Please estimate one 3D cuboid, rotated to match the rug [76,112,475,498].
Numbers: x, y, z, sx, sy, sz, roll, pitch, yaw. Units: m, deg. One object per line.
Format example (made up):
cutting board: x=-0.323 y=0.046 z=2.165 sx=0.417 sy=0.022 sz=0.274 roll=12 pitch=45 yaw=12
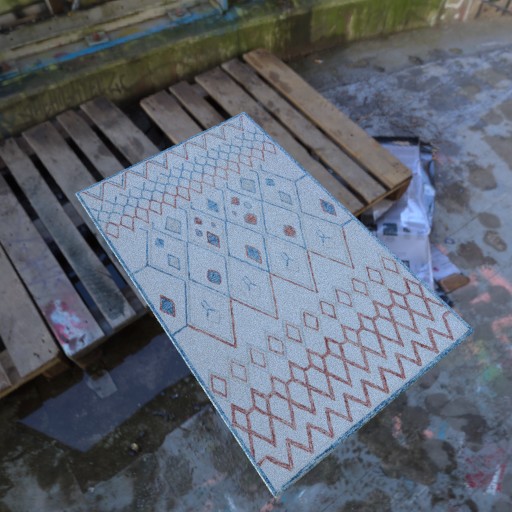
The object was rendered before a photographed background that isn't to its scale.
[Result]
rug: x=0.000 y=0.000 z=2.980 sx=1.524 sy=0.015 sz=2.438 roll=-32 pitch=63 yaw=-18
